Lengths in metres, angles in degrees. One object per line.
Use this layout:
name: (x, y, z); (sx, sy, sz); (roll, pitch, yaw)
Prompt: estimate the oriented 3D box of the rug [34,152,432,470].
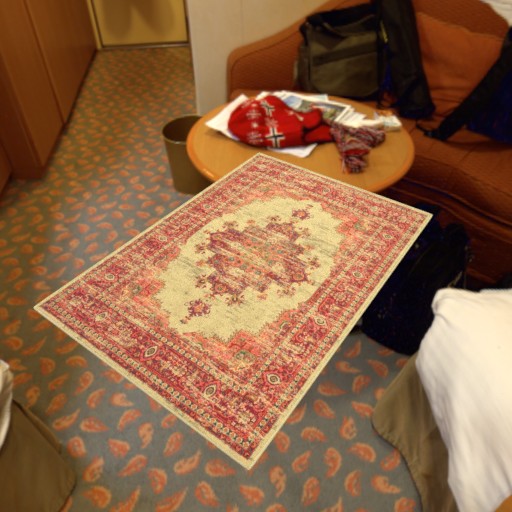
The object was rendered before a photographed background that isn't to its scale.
rug: (0.000, 0.000, 3.712); (2.005, 0.014, 2.878); (26, 48, 26)
